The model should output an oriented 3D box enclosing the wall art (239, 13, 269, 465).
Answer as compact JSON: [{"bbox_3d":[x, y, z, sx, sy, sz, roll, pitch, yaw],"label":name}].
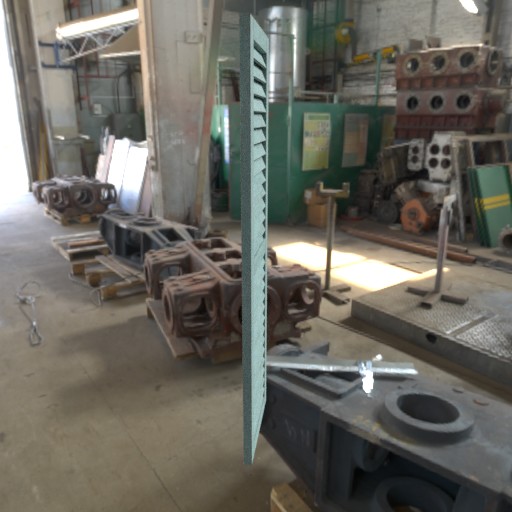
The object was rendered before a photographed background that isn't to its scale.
[{"bbox_3d":[0.000,0.000,1.309,0.025,1.219,0.329,3,17,8],"label":"wall art"}]
